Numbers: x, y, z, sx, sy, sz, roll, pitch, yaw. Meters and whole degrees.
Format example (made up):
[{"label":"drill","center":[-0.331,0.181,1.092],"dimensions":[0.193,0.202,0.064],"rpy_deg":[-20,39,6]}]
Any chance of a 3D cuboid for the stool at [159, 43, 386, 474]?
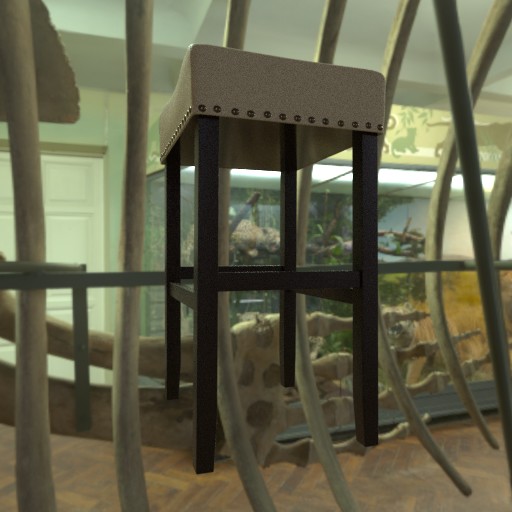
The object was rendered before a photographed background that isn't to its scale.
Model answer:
[{"label":"stool","center":[0.000,0.000,1.044],"dimensions":[0.401,0.762,0.471],"rpy_deg":[0,0,-19]}]
